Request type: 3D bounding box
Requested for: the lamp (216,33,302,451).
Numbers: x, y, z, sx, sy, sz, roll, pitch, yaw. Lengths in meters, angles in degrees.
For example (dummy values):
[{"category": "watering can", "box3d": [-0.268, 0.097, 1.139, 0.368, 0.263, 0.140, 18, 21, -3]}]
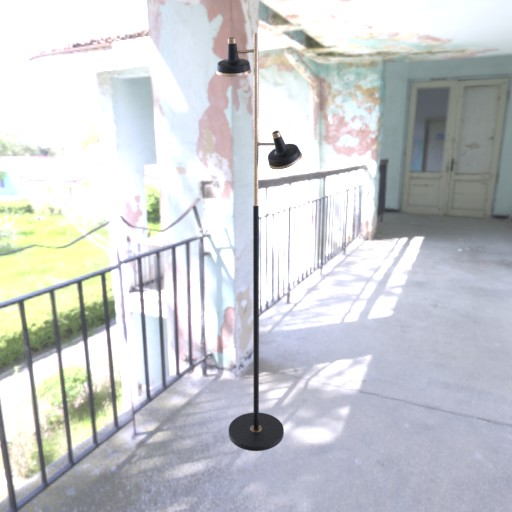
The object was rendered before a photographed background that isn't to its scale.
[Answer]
[{"category": "lamp", "box3d": [0.000, 0.000, 1.824, 0.351, 1.674, 0.253, 7, 16, 26]}]
